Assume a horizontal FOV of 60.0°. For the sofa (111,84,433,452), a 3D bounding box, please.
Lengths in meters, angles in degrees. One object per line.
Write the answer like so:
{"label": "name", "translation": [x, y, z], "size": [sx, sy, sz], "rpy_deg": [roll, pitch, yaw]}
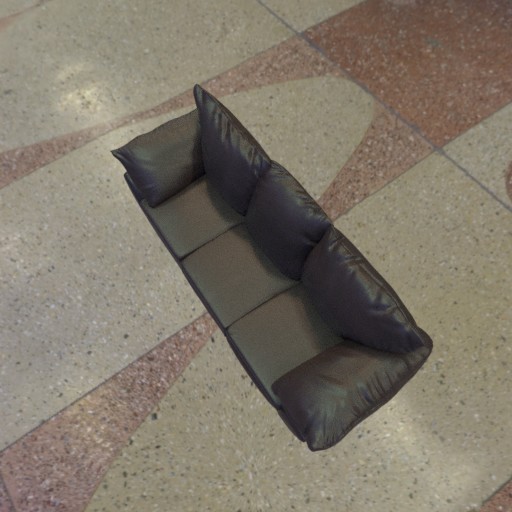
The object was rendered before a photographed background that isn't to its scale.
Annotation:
{"label": "sofa", "translation": [0.000, 0.000, 2.941], "size": [0.907, 1.091, 2.390], "rpy_deg": [-31, 67, -15]}
